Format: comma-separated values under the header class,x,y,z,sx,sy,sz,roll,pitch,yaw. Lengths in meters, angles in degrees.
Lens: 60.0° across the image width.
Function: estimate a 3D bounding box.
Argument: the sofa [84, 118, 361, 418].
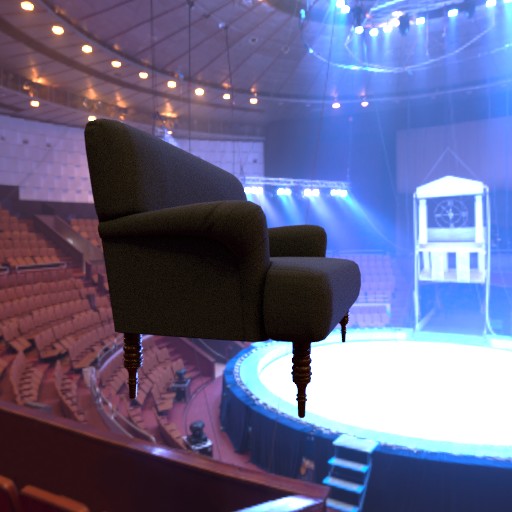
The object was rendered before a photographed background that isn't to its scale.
class,x,y,z,sx,sy,sz,roll,pitch,yaw
sofa,0.000,0.000,1.835,0.779,0.889,1.297,0,0,17
